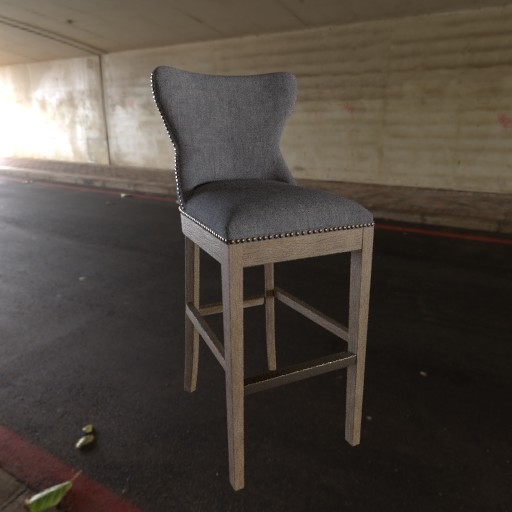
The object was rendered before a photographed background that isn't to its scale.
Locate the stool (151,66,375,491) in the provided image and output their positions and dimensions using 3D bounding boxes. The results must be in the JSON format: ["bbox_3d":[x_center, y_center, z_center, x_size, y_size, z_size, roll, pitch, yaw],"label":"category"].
[{"bbox_3d":[0.000,0.000,1.391,0.494,1.123,0.606,-8,19,-25],"label":"stool"}]
